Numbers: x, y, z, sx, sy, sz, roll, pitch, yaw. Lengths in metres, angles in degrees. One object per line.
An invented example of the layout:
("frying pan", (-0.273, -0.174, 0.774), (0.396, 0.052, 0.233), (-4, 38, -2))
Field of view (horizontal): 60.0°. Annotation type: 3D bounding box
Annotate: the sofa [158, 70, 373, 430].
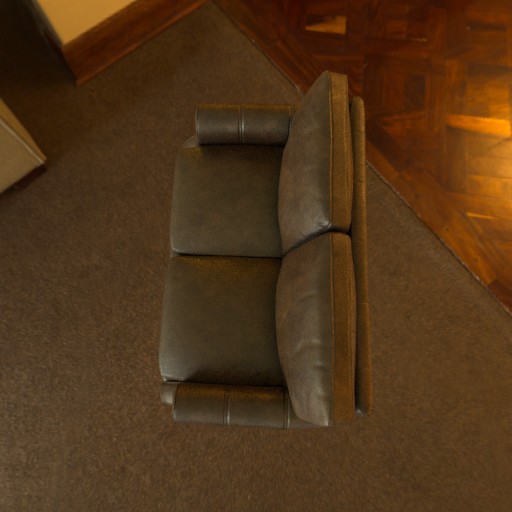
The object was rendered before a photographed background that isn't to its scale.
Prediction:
("sofa", (0.000, 0.000, 2.236), (0.990, 0.976, 1.616), (2, 75, 1))
